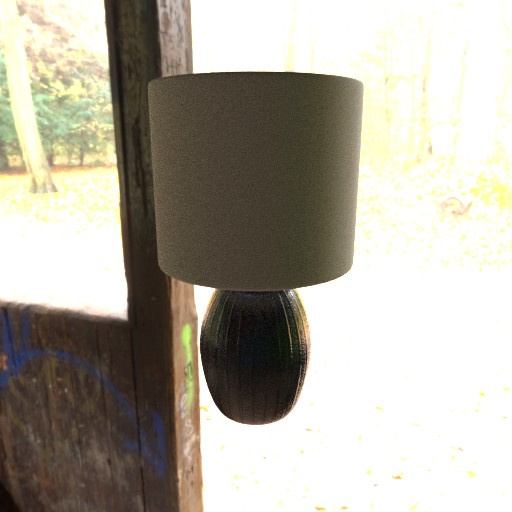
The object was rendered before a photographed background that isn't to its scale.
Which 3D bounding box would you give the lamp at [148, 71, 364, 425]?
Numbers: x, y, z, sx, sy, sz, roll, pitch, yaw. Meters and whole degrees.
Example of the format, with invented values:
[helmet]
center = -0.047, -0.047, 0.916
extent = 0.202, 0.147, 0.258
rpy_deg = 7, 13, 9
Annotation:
[lamp]
center = 0.000, 0.000, 0.761
extent = 0.329, 0.570, 0.329
rpy_deg = -2, 15, -8
